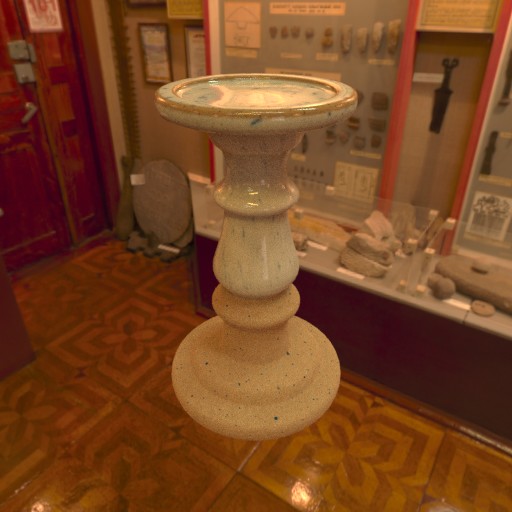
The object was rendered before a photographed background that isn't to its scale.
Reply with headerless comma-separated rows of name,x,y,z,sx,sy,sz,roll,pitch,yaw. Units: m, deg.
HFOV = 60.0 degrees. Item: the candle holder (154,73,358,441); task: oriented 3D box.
candle holder,0.000,0.000,0.280,0.123,0.202,0.123,0,31,0
